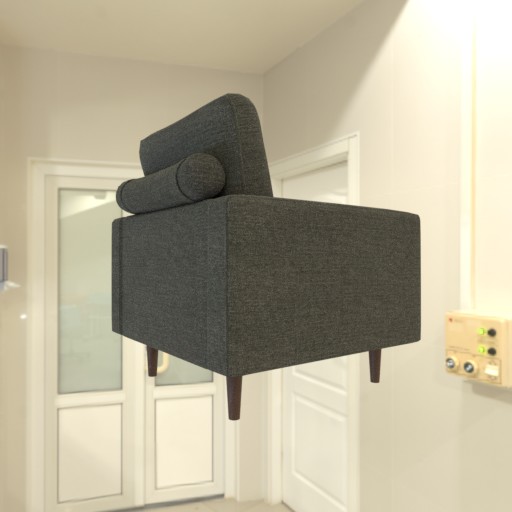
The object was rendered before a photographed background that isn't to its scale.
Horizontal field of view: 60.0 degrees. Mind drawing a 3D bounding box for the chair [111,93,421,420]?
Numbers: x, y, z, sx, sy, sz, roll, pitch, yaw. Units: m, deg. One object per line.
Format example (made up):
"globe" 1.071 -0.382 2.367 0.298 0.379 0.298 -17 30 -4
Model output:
"chair" 0.000 0.000 1.576 0.843 0.880 0.821 0 0 -37
